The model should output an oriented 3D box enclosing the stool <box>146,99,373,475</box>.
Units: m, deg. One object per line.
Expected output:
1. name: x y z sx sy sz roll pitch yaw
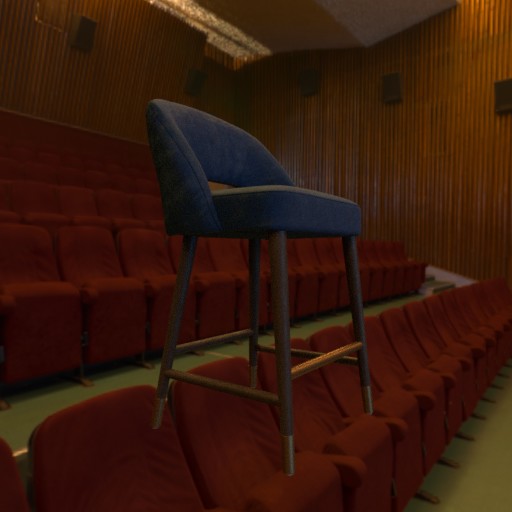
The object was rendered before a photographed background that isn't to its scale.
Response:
1. stool: 0.000 0.000 1.267 0.524 0.925 0.536 0 1 36
